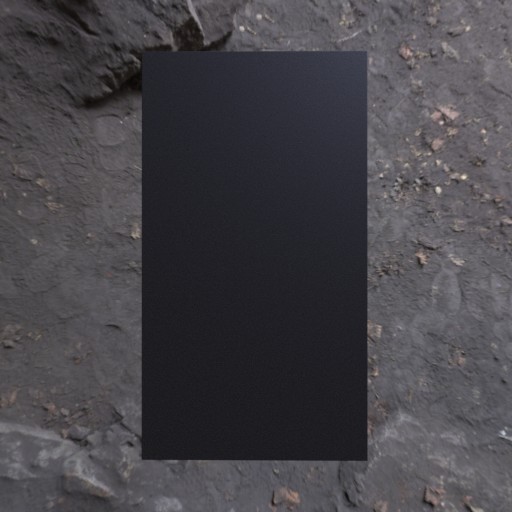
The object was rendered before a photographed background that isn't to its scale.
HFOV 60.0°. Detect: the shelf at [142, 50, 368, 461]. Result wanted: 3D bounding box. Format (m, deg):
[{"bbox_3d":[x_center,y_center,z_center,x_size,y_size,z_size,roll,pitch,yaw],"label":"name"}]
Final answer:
[{"bbox_3d":[0.000,0.000,1.350,0.498,0.749,0.902,0,90,1],"label":"shelf"}]
